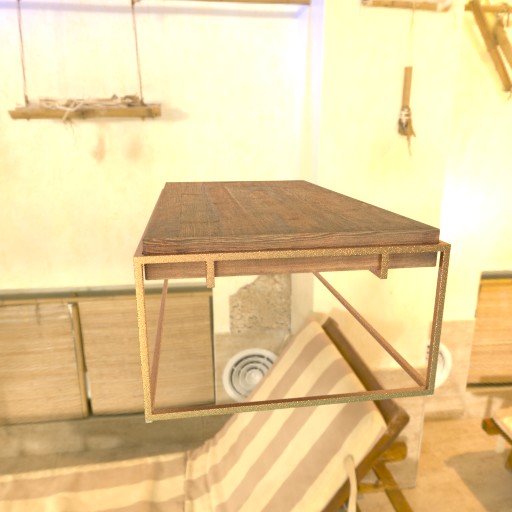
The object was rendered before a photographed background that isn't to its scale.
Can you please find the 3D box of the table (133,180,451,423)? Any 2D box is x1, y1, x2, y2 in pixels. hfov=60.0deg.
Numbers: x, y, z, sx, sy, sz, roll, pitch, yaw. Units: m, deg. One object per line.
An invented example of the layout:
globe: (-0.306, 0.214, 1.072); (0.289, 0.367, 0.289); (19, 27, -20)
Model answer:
table: (0.000, 0.000, 1.765); (0.775, 0.468, 1.387); (-2, 15, -9)
